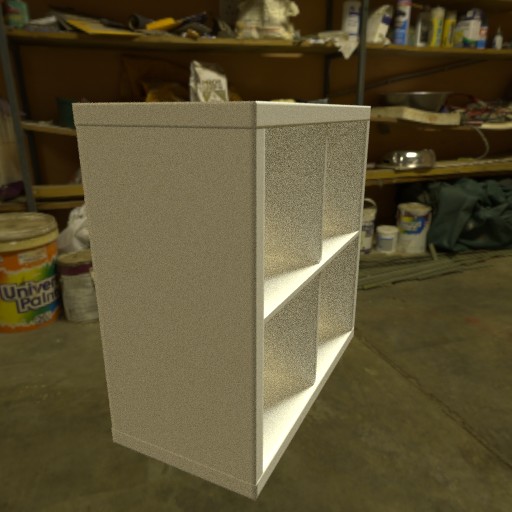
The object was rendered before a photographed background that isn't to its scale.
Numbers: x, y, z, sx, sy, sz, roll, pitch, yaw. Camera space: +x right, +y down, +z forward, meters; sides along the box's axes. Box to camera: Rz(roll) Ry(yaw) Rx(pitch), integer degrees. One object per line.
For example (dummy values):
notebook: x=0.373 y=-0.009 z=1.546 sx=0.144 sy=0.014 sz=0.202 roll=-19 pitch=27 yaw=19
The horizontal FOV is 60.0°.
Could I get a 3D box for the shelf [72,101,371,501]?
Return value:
shelf: x=0.000 y=0.000 z=1.220 sx=0.390 sy=0.786 sz=0.790 roll=9 pitch=20 yaw=25
